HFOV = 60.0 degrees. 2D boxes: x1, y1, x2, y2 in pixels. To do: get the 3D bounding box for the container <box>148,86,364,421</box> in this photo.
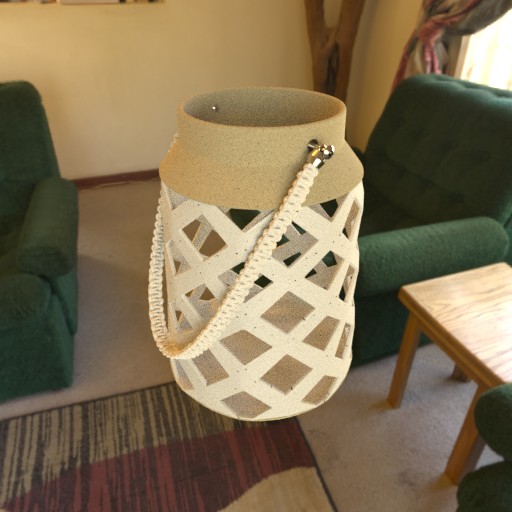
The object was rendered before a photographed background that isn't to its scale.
[{"bbox_3d":[0.000,0.000,0.345,0.172,0.229,0.163,-21,38,-30],"label":"container"}]
